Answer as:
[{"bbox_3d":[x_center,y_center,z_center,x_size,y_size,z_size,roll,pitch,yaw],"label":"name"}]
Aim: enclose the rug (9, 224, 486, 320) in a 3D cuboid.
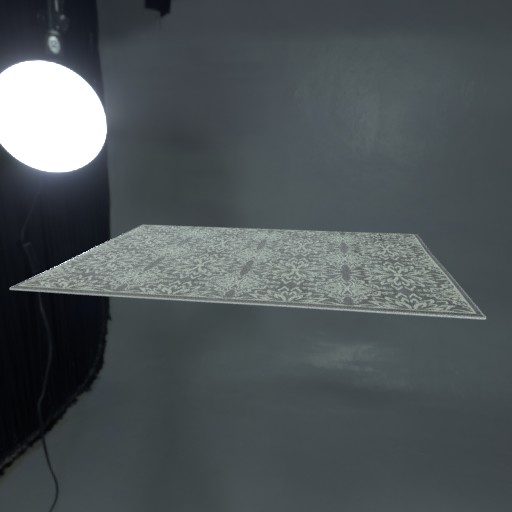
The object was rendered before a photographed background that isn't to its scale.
[{"bbox_3d":[0.000,0.000,2.778,2.213,0.014,1.608,3,16,9],"label":"rug"}]
